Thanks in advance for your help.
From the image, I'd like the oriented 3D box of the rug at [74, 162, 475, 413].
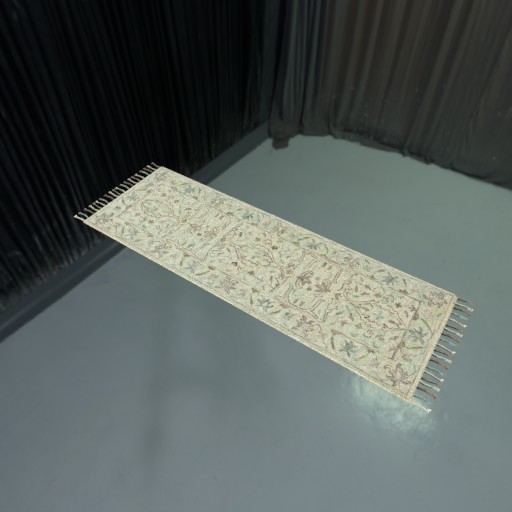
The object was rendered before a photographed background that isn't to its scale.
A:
[{"bbox_3d":[0.000,0.000,2.720,2.440,0.013,0.769,26,51,23],"label":"rug"}]
